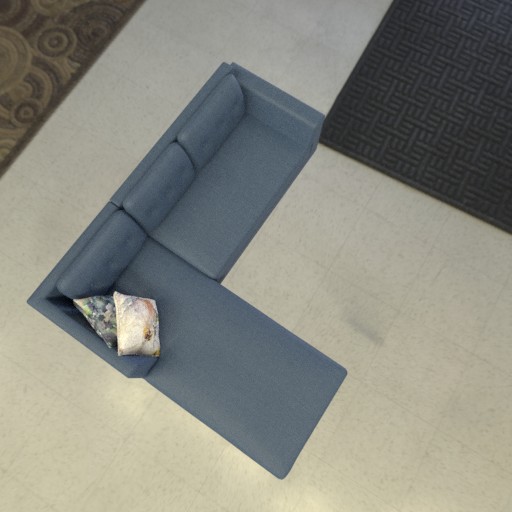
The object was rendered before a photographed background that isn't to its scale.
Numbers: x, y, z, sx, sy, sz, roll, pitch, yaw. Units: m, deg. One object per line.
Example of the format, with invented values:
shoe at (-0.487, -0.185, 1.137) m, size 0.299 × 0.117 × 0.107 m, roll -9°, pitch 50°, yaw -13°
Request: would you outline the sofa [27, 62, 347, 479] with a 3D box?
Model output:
sofa at (0.000, 0.000, 2.981) m, size 1.829 × 0.787 × 2.120 m, roll 33°, pitch 77°, yaw 9°
